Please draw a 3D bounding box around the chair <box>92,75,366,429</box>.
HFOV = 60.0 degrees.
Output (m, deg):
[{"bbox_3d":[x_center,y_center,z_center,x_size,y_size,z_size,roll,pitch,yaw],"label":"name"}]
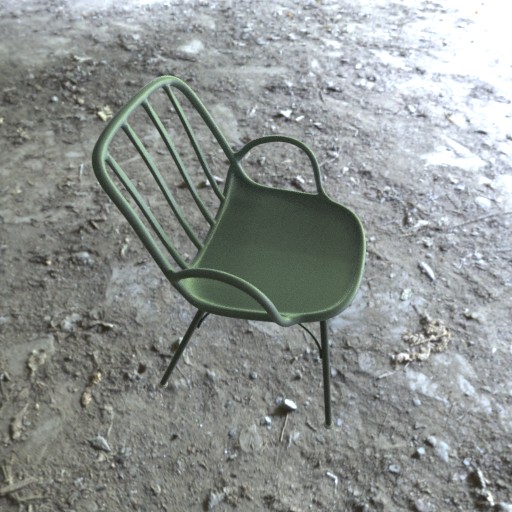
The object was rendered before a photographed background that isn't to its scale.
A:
[{"bbox_3d":[0.000,0.000,1.208,0.597,0.816,0.549,11,48,10],"label":"chair"}]
